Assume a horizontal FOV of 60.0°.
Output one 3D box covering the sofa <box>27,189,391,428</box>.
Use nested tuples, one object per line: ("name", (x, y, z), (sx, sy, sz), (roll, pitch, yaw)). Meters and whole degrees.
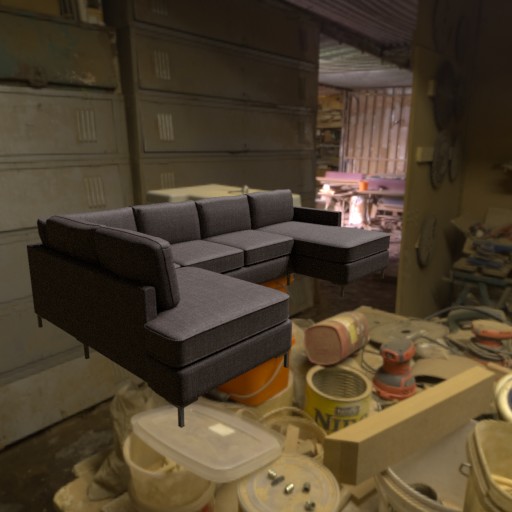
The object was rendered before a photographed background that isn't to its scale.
("sofa", (0.000, 0.000, 4.200), (2.048, 0.999, 3.423), (13, 19, 41))
